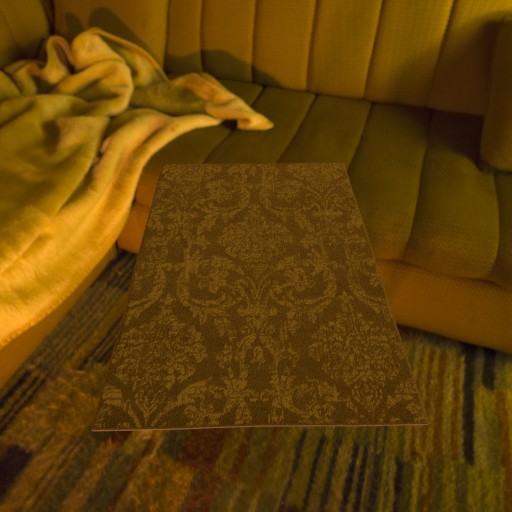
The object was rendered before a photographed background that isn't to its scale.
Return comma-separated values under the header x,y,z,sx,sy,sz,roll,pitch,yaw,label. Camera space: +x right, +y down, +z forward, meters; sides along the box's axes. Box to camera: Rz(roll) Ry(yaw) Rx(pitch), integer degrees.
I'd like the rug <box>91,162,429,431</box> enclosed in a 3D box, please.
x,y,z,sx,sy,sz,roll,pitch,yaw,label
0.000,0.000,2.255,1.206,0.012,1.824,-1,42,-1,rug
